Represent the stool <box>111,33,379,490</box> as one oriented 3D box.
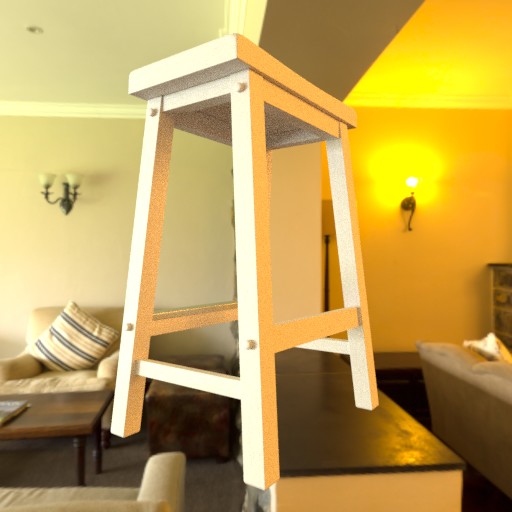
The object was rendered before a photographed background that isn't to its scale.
[{"bbox_3d":[0.000,0.000,0.831,0.322,0.610,0.406,0,0,36],"label":"stool"}]
